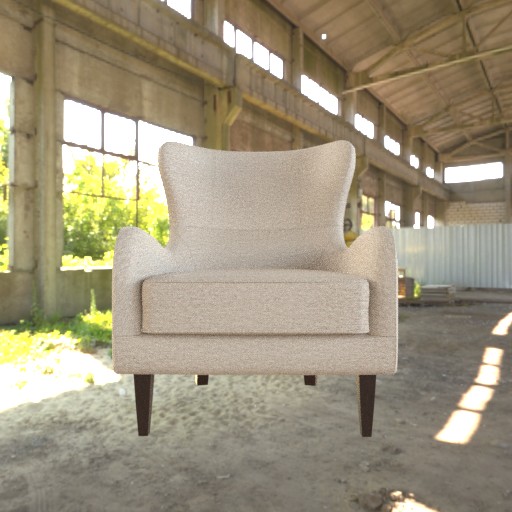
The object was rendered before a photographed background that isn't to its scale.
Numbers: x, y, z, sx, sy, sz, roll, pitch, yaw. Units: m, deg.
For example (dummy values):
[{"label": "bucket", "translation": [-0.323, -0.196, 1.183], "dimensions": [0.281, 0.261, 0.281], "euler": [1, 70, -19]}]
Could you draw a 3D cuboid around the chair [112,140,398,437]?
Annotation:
[{"label": "chair", "translation": [0.000, 0.000, 1.731], "dimensions": [0.861, 1.064, 0.984], "euler": [0, 0, 1]}]
